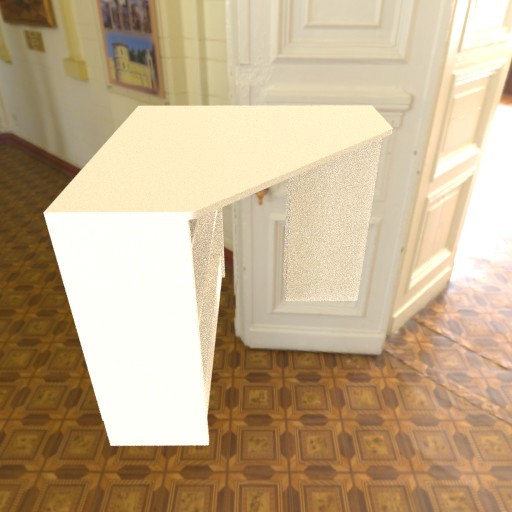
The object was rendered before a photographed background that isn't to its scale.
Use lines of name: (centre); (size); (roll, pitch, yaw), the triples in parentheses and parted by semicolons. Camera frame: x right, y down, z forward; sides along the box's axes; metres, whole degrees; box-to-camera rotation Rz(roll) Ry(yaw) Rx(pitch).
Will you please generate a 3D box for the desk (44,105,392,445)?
desk: (0.000, 0.000, 1.578); (0.926, 0.818, 0.940); (0, 32, 0)
